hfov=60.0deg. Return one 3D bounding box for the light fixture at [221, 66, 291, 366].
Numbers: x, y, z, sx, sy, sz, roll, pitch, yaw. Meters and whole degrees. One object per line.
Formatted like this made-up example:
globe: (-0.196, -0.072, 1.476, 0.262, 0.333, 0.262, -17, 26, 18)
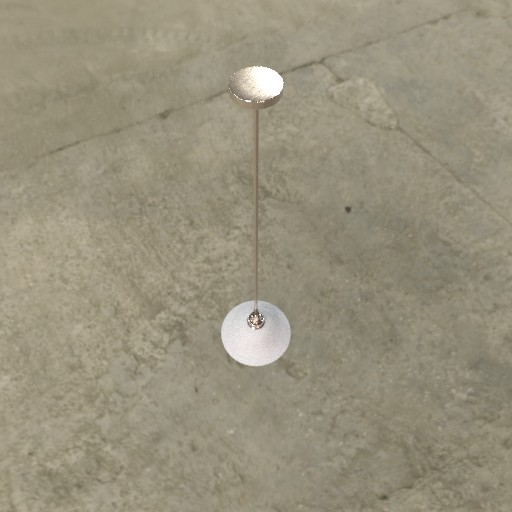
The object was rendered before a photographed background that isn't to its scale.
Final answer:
light fixture: (0.000, 0.000, 1.488, 0.324, 1.354, 0.324, -1, 58, -1)
